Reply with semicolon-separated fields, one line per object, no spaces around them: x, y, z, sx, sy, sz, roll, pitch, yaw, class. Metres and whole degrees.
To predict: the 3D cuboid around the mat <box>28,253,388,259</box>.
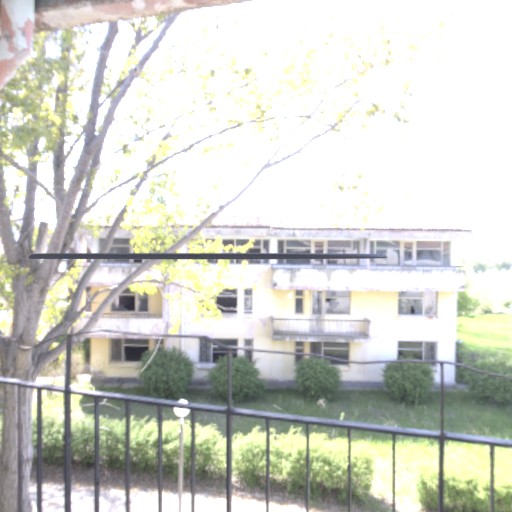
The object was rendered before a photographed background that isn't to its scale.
0.000;0.000;1.611;0.917;0.016;1.220;0;0;17;mat
